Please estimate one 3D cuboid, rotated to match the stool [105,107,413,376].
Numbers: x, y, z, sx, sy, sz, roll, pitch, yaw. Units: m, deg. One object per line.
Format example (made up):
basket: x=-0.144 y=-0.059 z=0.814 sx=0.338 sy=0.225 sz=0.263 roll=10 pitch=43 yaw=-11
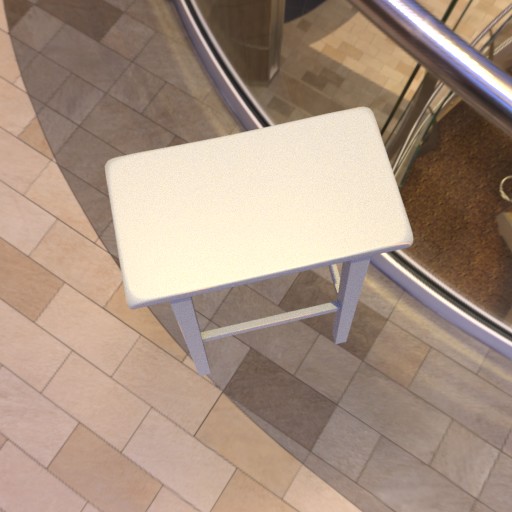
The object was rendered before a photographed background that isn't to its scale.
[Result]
stool: x=0.000 y=0.000 z=1.044 sx=0.457 sy=0.737 sz=0.476 roll=-13 pitch=77 yaw=-3
